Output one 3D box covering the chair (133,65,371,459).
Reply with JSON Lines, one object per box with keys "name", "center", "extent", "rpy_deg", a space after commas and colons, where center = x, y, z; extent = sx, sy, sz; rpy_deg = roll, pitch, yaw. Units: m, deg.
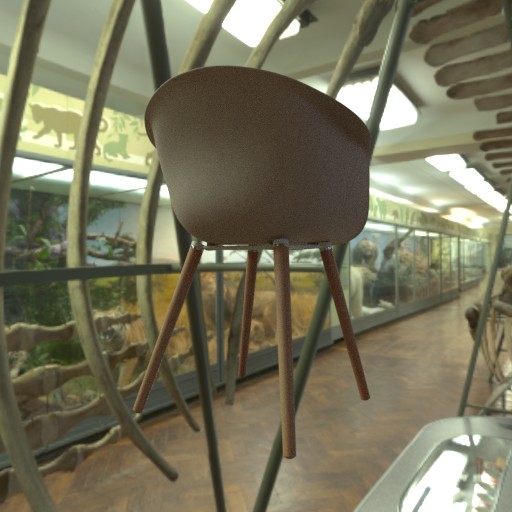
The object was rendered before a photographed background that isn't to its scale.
{"name": "chair", "center": [0.000, 0.000, 1.140], "extent": [0.593, 0.781, 0.504], "rpy_deg": [0, 0, 35]}
